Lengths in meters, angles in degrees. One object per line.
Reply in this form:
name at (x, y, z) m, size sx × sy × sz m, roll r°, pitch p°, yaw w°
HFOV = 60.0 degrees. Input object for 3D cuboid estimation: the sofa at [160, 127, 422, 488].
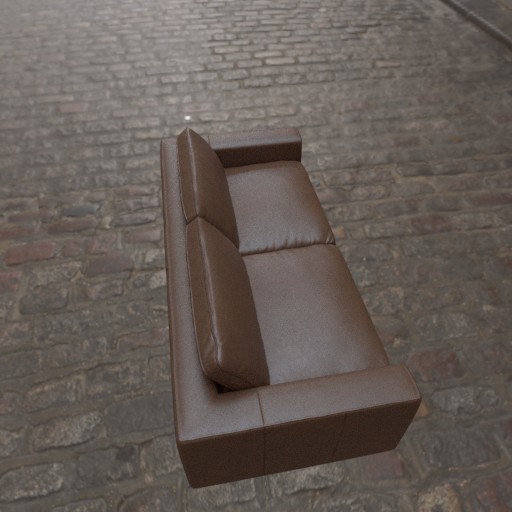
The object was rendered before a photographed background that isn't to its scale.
sofa at (0.000, 0.000, 2.682) m, size 1.070 × 0.801 × 2.262 m, roll -7°, pitch 47°, yaw -7°
